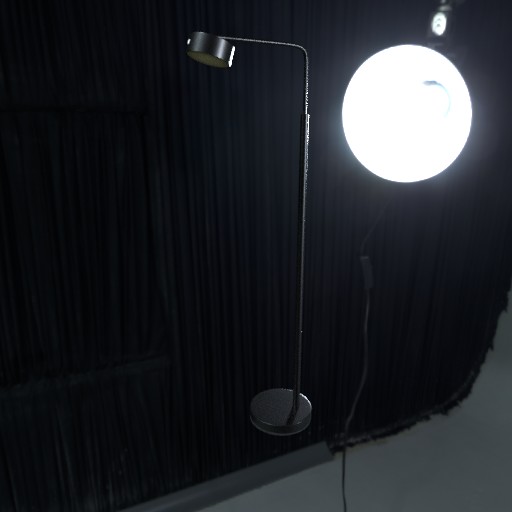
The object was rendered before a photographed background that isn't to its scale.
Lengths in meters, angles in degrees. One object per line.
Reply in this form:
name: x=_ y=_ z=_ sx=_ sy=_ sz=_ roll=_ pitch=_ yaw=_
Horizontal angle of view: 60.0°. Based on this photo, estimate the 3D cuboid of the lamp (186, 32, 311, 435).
lamp: x=0.000 y=0.000 z=1.387 sx=0.418 sy=1.230 sz=0.219 roll=-8 pitch=18 yaw=-26
